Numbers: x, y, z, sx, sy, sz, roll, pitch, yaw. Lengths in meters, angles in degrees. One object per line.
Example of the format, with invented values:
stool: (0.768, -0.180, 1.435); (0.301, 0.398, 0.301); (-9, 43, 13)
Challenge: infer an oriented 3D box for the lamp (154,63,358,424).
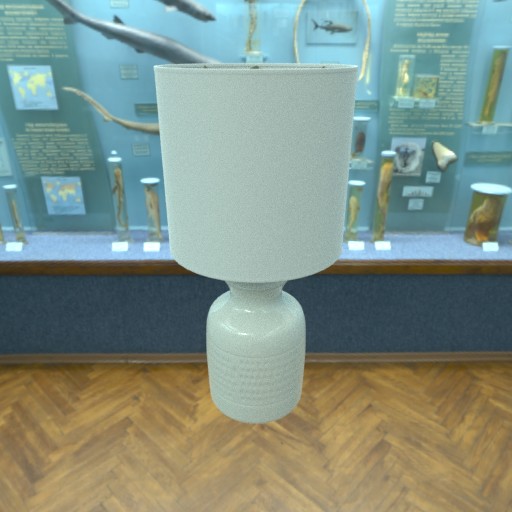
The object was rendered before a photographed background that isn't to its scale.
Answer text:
lamp: (0.000, 0.000, 0.497); (0.188, 0.392, 0.188); (0, 25, 1)
